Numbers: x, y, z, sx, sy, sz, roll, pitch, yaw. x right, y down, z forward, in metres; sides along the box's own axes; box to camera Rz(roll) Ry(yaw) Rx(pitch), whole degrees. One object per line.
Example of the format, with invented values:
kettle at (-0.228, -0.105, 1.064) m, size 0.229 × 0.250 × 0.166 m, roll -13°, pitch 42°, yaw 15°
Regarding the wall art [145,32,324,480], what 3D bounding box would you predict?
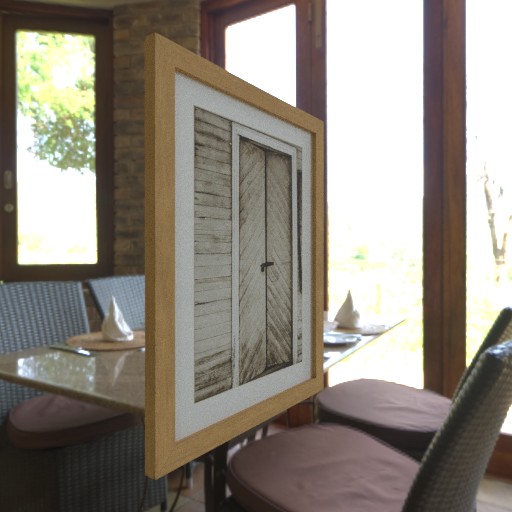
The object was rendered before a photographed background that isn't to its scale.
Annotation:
wall art at (0.000, 0.000, 0.748) m, size 0.020 × 0.561 × 0.460 m, roll 0°, pitch 0°, yaw 36°
